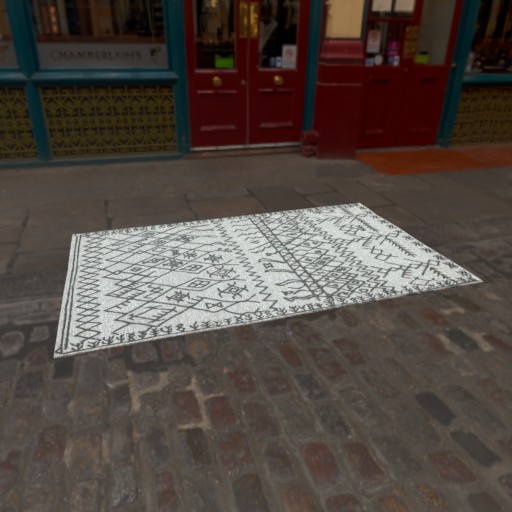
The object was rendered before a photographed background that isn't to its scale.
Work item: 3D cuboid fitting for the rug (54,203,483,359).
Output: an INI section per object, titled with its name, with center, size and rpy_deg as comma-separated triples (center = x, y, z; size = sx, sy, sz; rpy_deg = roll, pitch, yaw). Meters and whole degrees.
[rug]
center = 0.000, 0.000, 4.756
size = 3.824, 0.019, 2.393
rpy_deg = -8, 27, -16
